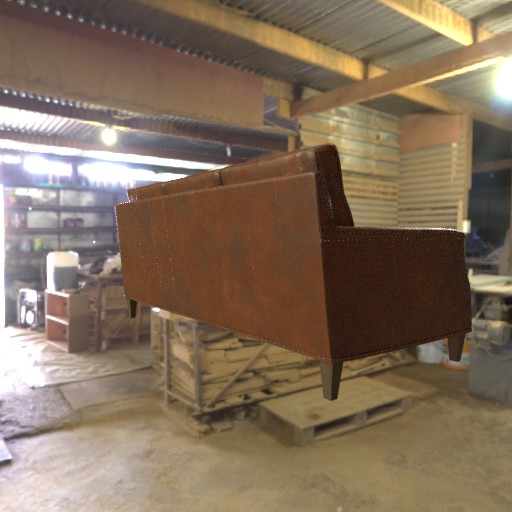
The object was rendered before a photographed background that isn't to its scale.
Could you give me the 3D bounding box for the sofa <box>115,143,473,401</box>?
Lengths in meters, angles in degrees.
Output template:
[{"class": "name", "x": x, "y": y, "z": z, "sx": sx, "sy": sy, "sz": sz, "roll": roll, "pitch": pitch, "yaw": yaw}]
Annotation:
[{"class": "sofa", "x": 0.000, "y": 0.000, "z": 2.778, "sx": 1.084, "sy": 1.003, "sz": 2.240, "roll": -2, "pitch": 3, "yaw": -36}]
